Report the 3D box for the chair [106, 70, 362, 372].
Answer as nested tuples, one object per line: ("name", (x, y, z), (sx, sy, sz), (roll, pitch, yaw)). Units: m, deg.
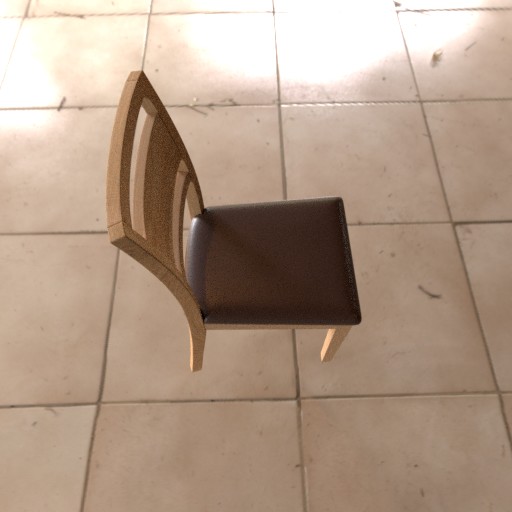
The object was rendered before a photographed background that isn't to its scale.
("chair", (0.000, 0.000, 1.234), (0.545, 0.940, 0.420), (-2, 63, -1))
